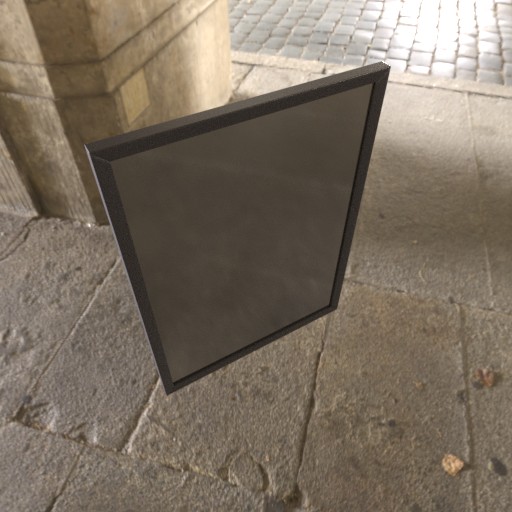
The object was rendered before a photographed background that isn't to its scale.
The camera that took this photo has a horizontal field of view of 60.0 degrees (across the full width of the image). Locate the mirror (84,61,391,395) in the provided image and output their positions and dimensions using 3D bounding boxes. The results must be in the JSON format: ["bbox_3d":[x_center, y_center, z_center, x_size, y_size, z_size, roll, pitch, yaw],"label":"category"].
[{"bbox_3d":[0.000,0.000,1.361,0.762,1.016,0.040,-23,51,-20],"label":"mirror"}]
